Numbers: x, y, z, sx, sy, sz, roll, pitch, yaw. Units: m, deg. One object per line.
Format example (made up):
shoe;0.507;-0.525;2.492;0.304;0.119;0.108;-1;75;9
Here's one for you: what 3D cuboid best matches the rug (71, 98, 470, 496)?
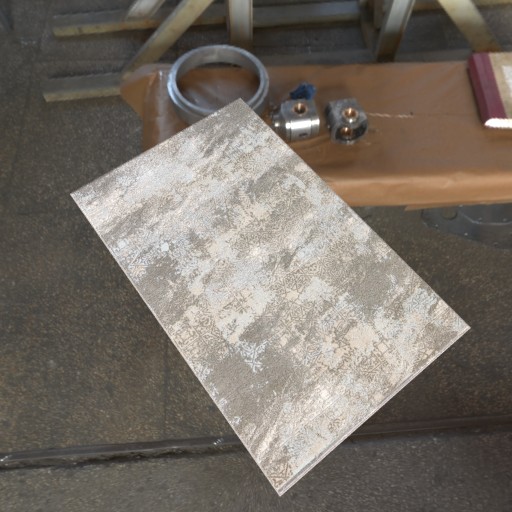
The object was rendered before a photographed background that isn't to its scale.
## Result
rug;0.000;0.000;3.001;1.536;0.012;2.431;-35;69;-15
